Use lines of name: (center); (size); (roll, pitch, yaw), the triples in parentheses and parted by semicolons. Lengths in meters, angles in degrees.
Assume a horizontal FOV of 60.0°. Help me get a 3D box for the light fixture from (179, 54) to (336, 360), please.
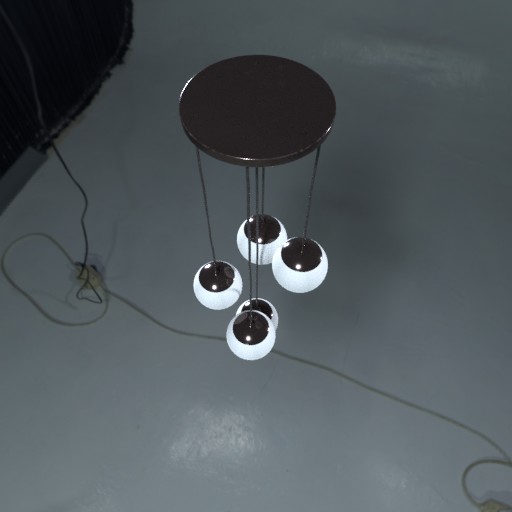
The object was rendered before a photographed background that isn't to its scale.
light fixture: (0.000, 0.000, 1.511); (0.489, 1.271, 0.484); (15, 59, 9)
